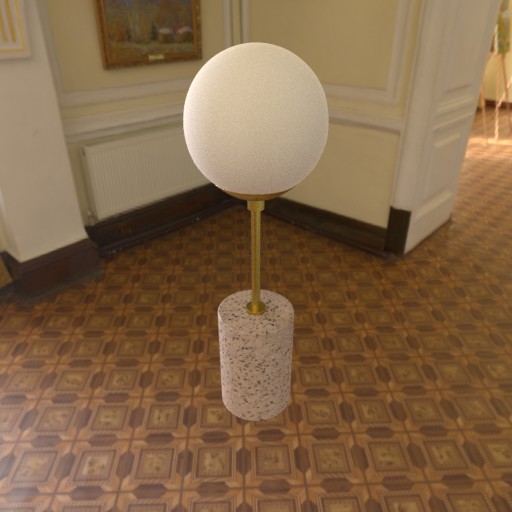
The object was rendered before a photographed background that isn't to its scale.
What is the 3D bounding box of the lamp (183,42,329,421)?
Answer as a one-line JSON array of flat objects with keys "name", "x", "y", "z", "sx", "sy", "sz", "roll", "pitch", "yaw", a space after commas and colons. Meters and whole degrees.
[{"name": "lamp", "x": 0.000, "y": 0.000, "z": 0.553, "sx": 0.153, "sy": 0.480, "sz": 0.153, "roll": 0, "pitch": 29, "yaw": 0}]
